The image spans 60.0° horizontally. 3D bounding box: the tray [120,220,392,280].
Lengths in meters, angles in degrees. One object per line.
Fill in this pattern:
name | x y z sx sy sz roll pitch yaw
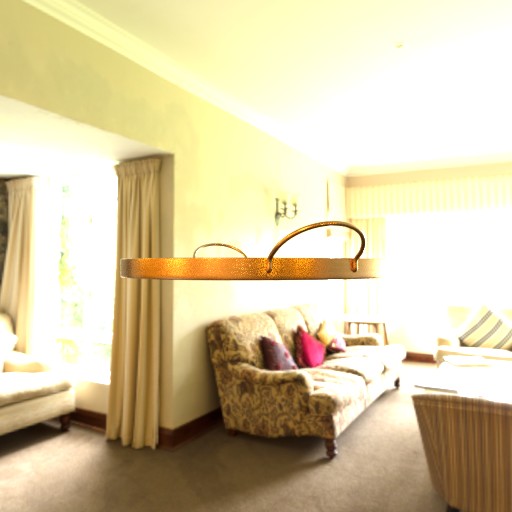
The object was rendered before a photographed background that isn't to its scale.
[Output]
tray | 0.000 0.000 0.748 0.438 0.069 0.543 0 -1 -20
